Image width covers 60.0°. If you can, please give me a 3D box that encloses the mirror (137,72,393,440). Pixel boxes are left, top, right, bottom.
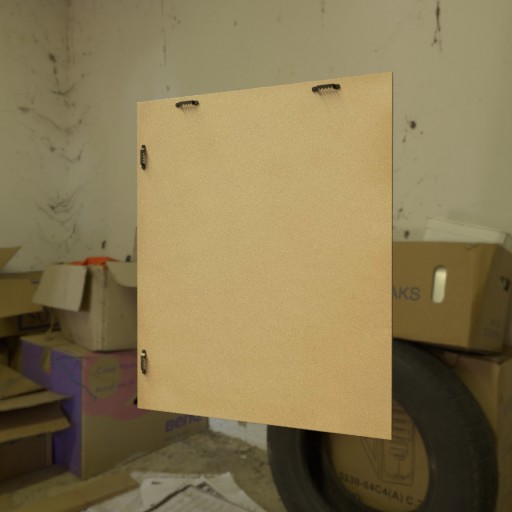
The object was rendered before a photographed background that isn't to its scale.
[{"bbox_3d":[0.000,0.000,0.689,0.406,0.509,0.041,0,0,18],"label":"mirror"}]
